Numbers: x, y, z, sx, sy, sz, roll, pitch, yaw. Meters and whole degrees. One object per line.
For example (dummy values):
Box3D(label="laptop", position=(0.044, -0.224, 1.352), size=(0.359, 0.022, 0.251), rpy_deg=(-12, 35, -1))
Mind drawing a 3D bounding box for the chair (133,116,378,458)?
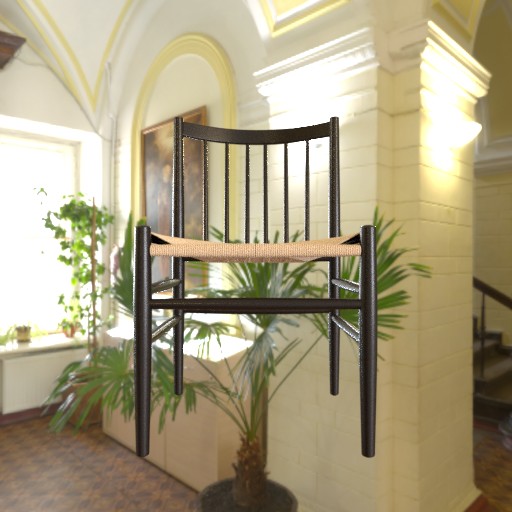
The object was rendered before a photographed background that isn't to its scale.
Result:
Box3D(label="chair", position=(0.000, 0.000, 1.141), size=(0.495, 0.818, 0.516), rpy_deg=(0, 0, 0))
